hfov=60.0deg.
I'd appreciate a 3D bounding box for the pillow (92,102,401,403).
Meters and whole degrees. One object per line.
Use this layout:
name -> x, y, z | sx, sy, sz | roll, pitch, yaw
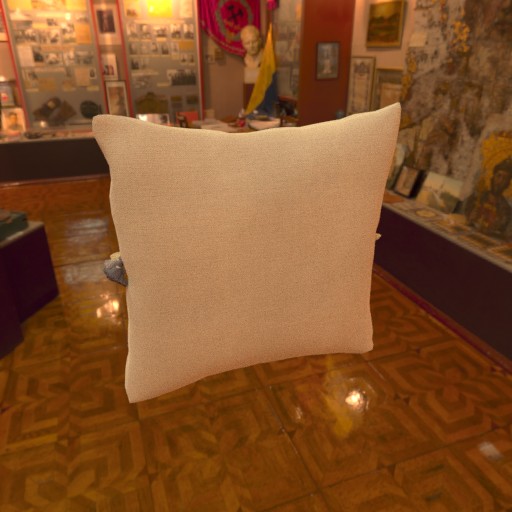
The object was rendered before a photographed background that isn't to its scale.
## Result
pillow -> 0.000, 0.000, 0.749 | 0.489, 0.481, 0.165 | -8, 26, -16
